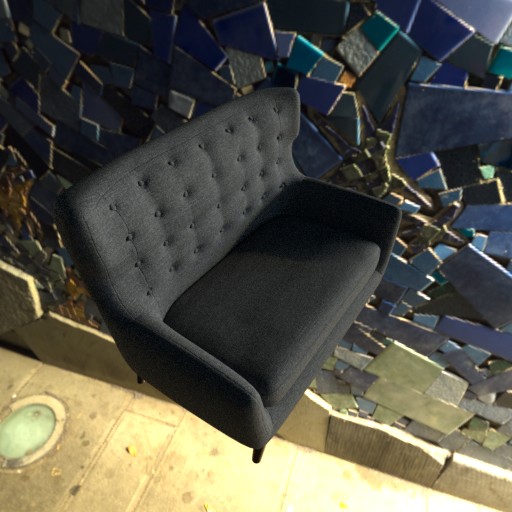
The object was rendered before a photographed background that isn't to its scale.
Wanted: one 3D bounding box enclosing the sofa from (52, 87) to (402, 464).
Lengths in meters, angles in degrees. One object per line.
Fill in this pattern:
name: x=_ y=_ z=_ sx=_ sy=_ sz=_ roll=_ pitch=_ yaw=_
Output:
sofa: x=0.000 y=0.000 z=1.972 sx=0.874 sy=1.028 sz=1.358 roll=24 pitch=45 yaw=26
